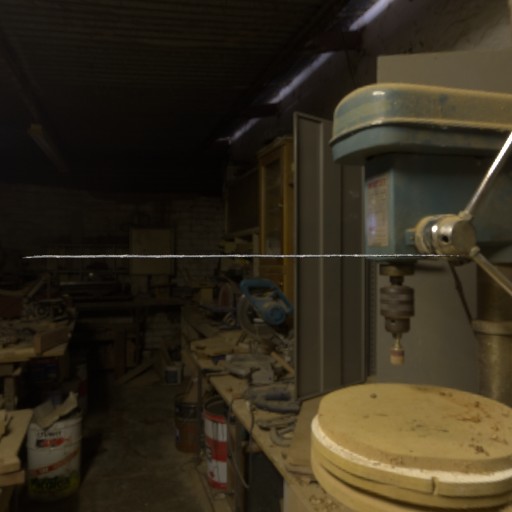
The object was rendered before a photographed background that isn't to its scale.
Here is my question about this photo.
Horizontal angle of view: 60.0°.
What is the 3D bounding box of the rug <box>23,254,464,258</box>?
[{"bbox_3d":[0.000,0.000,2.734,2.476,0.010,0.807,0,1,-18],"label":"rug"}]
